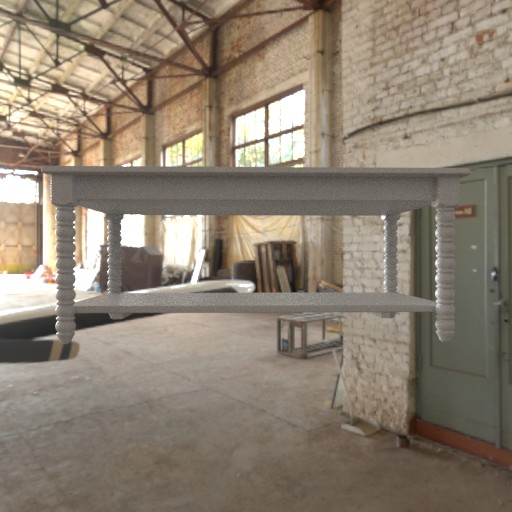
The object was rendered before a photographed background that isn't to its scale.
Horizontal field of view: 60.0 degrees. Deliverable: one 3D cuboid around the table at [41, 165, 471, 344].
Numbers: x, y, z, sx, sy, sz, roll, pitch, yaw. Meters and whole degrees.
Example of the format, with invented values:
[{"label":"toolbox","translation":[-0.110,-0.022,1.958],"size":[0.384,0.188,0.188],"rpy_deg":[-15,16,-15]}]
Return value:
[{"label":"table","translation":[0.000,0.000,1.486],"size":[1.171,0.487,0.580],"rpy_deg":[0,0,-2]}]
